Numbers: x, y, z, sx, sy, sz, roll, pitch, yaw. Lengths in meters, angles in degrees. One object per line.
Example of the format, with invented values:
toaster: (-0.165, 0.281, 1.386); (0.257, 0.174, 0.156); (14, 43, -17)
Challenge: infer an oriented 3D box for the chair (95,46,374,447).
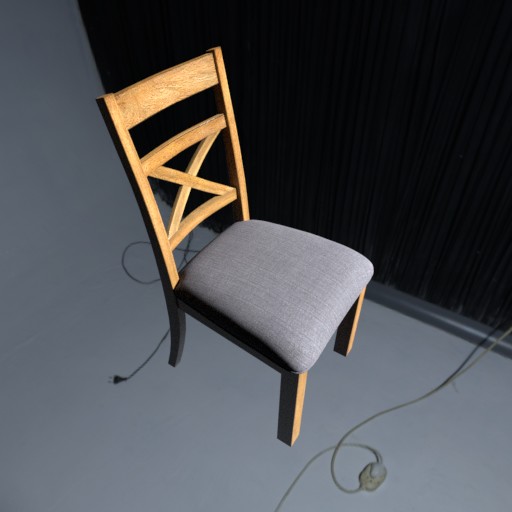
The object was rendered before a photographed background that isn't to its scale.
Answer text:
chair: (0.000, 0.000, 1.268); (0.581, 0.949, 0.470); (24, 47, 24)
